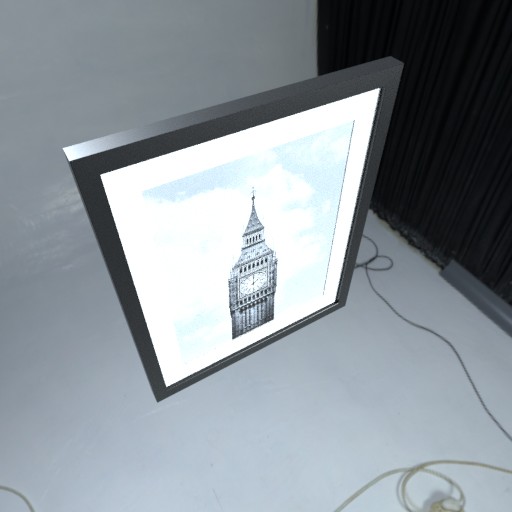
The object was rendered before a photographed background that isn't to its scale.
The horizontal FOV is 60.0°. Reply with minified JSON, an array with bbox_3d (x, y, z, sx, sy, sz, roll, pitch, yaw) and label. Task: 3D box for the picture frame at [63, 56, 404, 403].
[{"bbox_3d":[0.000,0.000,0.745,0.460,0.556,0.028,-23,51,-20],"label":"picture frame"}]
